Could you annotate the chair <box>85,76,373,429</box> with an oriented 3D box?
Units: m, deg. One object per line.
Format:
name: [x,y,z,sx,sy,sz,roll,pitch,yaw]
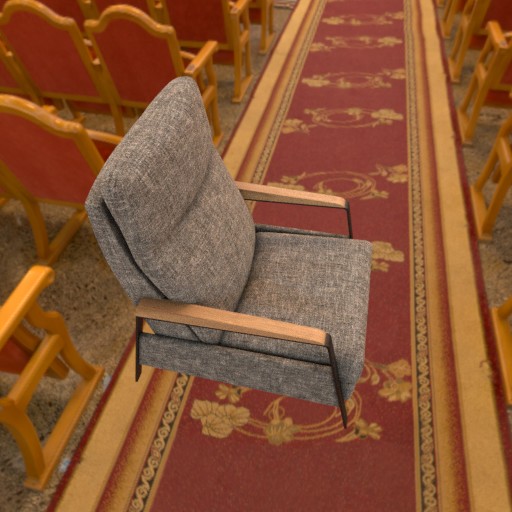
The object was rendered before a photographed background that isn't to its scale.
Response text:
chair: [0.000,0.000,1.601,0.868,1.042,0.671,10,48,9]
